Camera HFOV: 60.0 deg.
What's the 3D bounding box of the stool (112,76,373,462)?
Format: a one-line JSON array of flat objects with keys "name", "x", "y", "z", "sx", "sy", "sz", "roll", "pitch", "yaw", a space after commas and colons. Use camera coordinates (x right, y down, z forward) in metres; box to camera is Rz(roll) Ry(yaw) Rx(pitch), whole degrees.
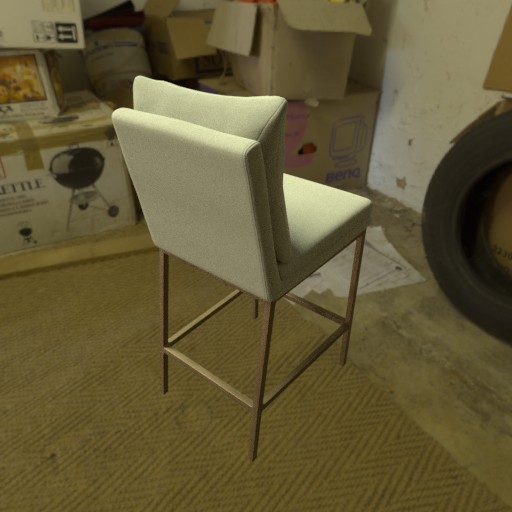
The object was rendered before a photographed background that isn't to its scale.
[{"name": "stool", "x": 0.000, "y": 0.000, "z": 1.337, "sx": 0.463, "sy": 1.032, "sz": 0.572, "roll": 23, "pitch": 38, "yaw": 33}]
